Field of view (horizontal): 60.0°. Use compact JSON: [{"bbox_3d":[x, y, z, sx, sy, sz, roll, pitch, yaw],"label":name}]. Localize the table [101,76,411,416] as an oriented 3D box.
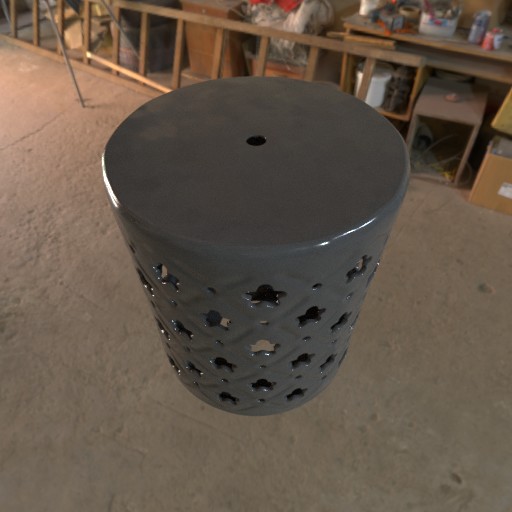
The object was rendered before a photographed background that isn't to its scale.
[{"bbox_3d":[0.000,0.000,0.646,0.352,0.387,0.352,0,47,0],"label":"table"}]
